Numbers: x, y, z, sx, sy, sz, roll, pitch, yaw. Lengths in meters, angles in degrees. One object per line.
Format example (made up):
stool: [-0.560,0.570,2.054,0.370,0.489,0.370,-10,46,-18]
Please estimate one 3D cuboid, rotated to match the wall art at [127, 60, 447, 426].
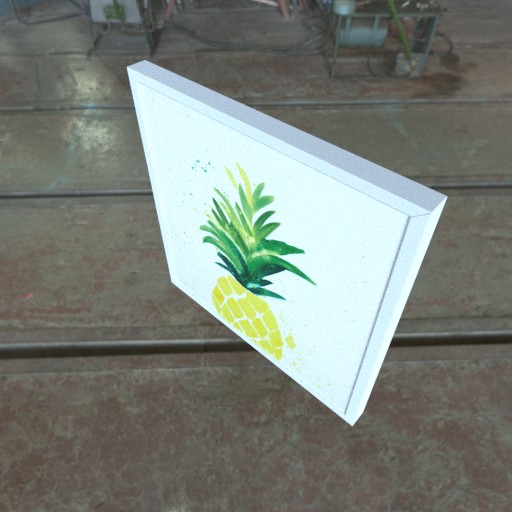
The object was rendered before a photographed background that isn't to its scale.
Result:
wall art: [0.000,0.000,0.753,0.508,0.507,0.035,34,55,28]
